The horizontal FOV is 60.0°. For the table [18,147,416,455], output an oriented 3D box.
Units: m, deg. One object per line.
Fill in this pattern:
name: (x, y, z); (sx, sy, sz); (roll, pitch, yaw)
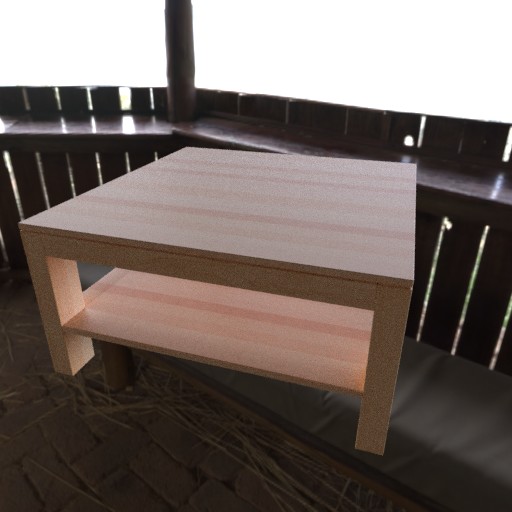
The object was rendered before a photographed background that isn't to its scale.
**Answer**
table: (0.000, 0.000, 1.412); (0.900, 0.450, 0.900); (8, 27, 16)
